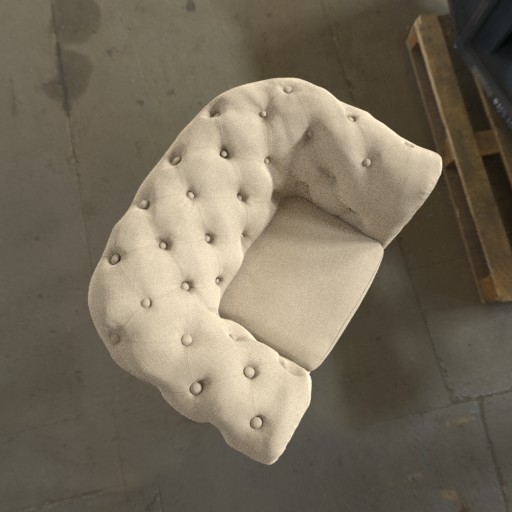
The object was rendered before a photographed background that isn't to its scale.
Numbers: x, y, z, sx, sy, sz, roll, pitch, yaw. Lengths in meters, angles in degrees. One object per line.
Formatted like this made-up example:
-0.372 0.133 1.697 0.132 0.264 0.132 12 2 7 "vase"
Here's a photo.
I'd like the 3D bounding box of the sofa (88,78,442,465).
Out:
0.000 0.000 2.050 1.034 0.878 1.405 31 78 7 "sofa"
